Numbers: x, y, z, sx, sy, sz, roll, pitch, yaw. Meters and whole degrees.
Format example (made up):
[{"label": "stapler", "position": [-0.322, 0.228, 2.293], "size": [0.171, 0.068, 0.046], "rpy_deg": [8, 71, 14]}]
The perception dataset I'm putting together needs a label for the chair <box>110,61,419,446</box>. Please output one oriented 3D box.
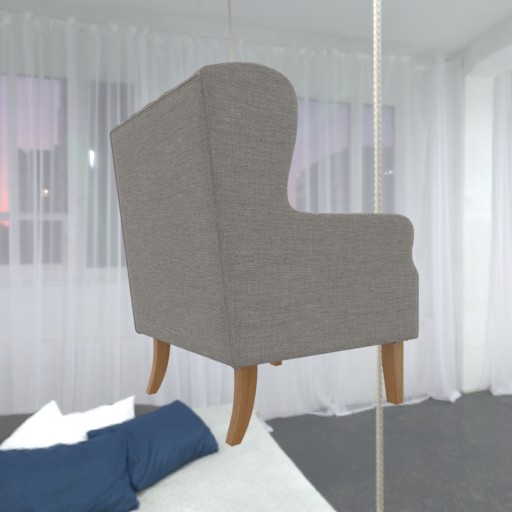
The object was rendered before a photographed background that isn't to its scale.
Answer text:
[{"label": "chair", "position": [0.000, 0.000, 1.450], "size": [0.760, 0.930, 0.710], "rpy_deg": [0, 0, -37]}]
